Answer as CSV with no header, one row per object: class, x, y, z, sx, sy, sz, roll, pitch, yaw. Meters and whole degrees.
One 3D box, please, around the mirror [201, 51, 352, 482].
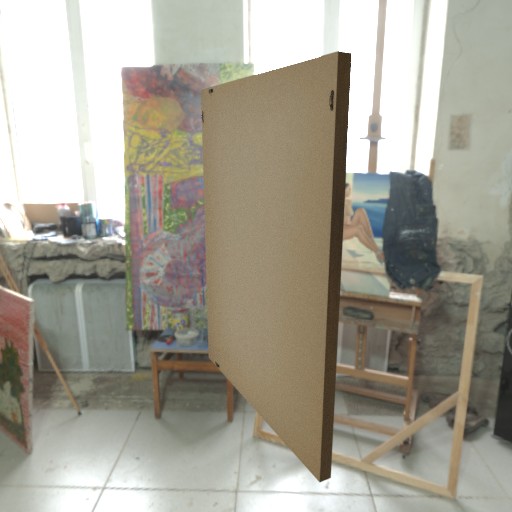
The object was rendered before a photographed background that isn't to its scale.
mirror,0.000,0.000,1.337,0.040,1.016,0.762,-7,16,-27
